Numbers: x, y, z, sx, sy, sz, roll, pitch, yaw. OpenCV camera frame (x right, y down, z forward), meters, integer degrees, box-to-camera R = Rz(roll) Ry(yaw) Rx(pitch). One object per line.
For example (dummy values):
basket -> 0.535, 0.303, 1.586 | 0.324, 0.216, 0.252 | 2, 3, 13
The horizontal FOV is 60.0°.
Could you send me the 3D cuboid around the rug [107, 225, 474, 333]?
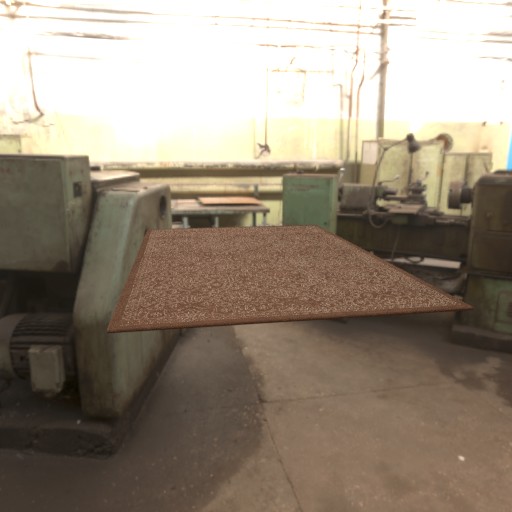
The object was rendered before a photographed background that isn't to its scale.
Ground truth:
rug -> 0.000, 0.000, 2.299 | 1.219, 0.010, 1.829 | -2, 13, -9
